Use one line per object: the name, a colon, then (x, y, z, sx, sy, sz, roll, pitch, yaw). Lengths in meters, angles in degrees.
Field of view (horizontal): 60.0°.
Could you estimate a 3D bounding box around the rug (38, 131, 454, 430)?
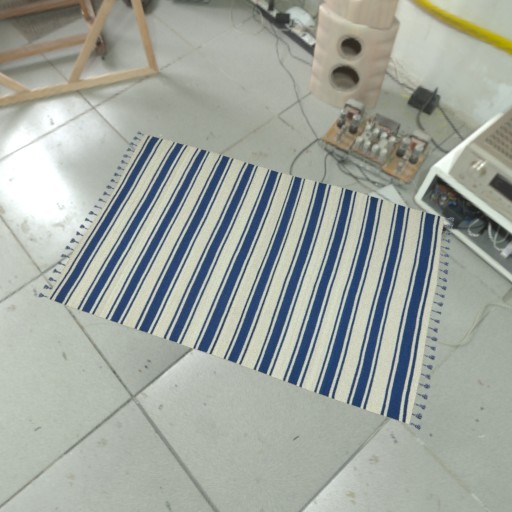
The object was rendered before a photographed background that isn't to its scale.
rug: (0.000, 0.000, 2.525, 2.108, 0.009, 1.248, 17, 64, 9)
